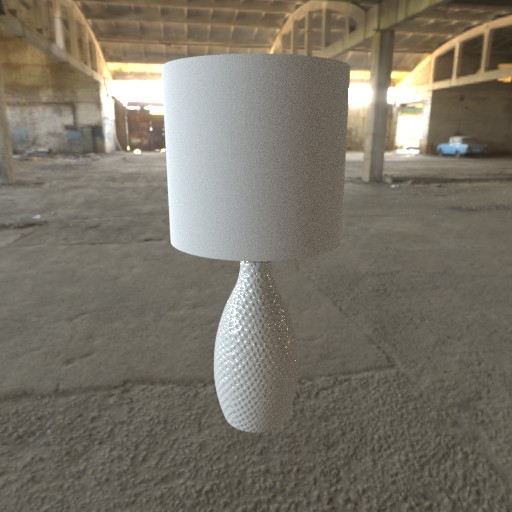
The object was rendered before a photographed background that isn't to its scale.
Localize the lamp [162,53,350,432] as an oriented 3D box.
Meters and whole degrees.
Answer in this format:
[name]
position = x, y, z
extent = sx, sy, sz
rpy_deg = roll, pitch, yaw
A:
[lamp]
position = 0.000, 0.000, 0.574
extent = 0.214, 0.466, 0.214
rpy_deg = -3, 16, -9
